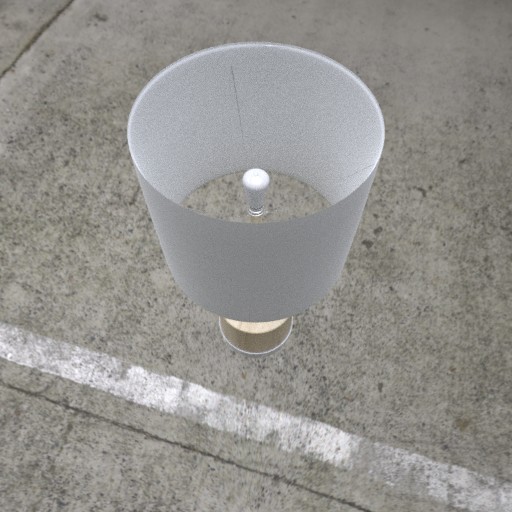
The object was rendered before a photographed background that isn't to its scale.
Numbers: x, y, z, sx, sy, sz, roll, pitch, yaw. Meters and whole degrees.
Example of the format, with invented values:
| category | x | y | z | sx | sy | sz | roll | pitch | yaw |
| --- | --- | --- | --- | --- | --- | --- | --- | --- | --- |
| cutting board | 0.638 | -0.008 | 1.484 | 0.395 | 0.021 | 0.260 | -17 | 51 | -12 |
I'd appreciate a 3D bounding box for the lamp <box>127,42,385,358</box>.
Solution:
| category | x | y | z | sx | sy | sz | roll | pitch | yaw |
| --- | --- | --- | --- | --- | --- | --- | --- | --- | --- |
| lamp | 0.000 | 0.000 | 0.594 | 0.229 | 0.470 | 0.229 | 14 | 60 | 8 |
